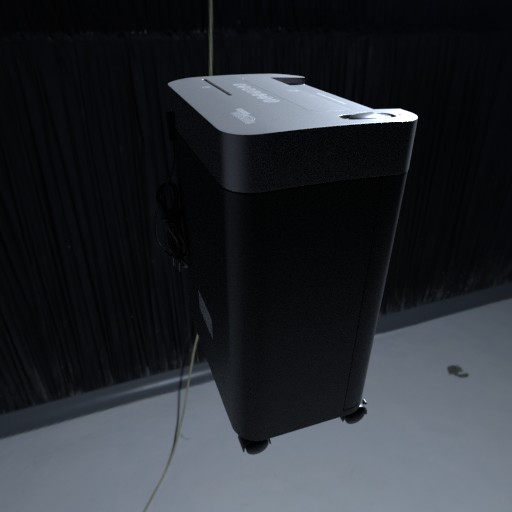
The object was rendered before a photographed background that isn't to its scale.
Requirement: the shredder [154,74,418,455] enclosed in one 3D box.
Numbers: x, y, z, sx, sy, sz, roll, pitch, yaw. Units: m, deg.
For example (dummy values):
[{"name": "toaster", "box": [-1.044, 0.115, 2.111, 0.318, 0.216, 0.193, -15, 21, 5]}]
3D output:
[{"name": "shredder", "box": [0.000, 0.000, 0.597, 0.237, 0.419, 0.311, -10, 31, -17]}]
